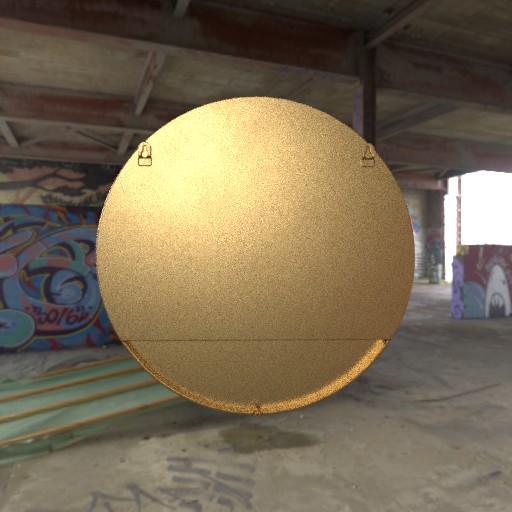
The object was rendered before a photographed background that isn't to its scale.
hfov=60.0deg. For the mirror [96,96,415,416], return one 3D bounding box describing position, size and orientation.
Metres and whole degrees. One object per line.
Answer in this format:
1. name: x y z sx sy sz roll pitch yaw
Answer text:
1. mirror: 0.000 0.000 0.696 0.457 0.457 0.133 0 1 -1
